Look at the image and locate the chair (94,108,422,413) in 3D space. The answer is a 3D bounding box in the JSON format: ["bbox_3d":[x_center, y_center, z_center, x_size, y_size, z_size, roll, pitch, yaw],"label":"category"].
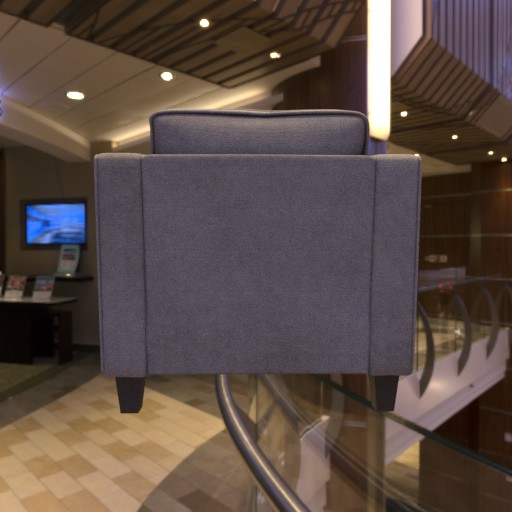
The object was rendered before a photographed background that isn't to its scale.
[{"bbox_3d":[0.000,0.000,1.663,0.926,0.944,0.840,0,1,-1],"label":"chair"}]
